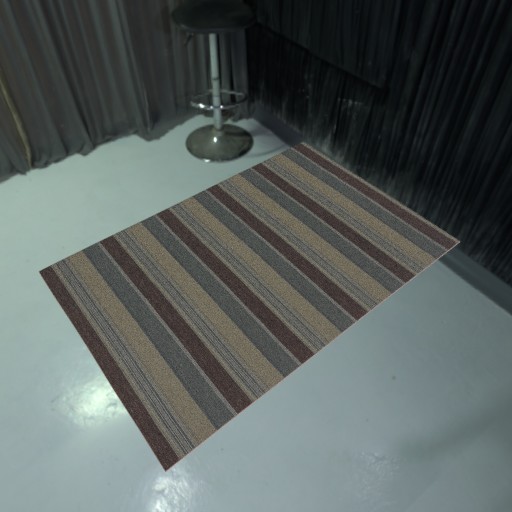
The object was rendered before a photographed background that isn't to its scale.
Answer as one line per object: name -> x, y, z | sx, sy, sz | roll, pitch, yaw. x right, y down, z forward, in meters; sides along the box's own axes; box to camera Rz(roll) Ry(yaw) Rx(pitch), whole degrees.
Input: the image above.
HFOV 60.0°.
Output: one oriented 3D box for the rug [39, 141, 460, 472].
rug -> 0.000, 0.000, 2.297 | 1.829, 0.008, 1.219 | -31, 55, -25
